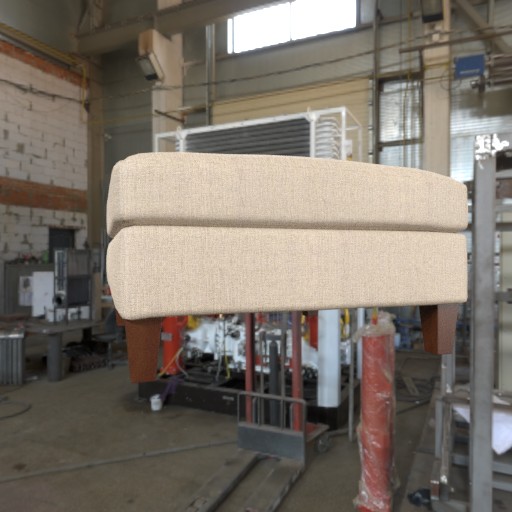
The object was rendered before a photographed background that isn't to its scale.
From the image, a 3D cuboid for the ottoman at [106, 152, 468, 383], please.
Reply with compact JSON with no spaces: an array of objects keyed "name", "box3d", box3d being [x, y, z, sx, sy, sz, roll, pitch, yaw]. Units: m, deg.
[{"name":"ottoman","box3d":[0.000,0.000,1.324,0.838,0.481,0.838,0,0,-19]}]
